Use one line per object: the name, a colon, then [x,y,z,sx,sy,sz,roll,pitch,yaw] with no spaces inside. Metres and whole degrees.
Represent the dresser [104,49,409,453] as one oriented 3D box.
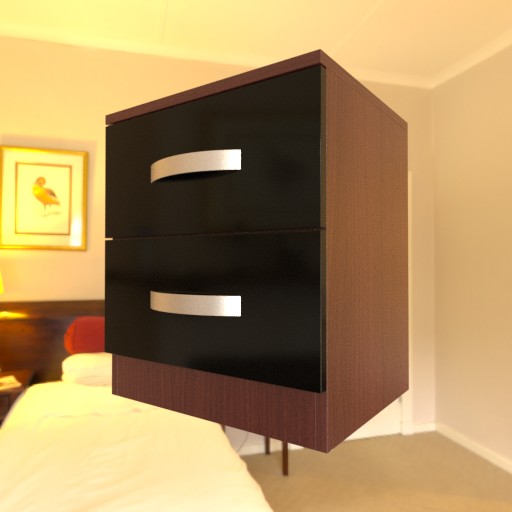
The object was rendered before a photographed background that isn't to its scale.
dresser: [0.000,0.000,0.747,0.400,0.470,0.360,-1,-1,35]
